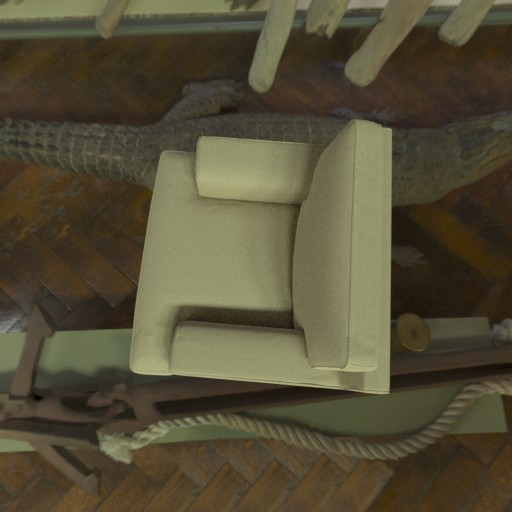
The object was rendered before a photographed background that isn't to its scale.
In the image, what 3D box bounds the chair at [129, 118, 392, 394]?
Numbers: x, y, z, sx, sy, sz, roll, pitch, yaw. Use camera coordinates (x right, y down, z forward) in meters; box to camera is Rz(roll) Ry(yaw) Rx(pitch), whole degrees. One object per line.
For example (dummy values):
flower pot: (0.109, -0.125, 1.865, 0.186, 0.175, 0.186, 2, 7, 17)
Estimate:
chair: (0.000, 0.000, 2.141, 1.274, 1.005, 1.293, -3, 76, -1)
